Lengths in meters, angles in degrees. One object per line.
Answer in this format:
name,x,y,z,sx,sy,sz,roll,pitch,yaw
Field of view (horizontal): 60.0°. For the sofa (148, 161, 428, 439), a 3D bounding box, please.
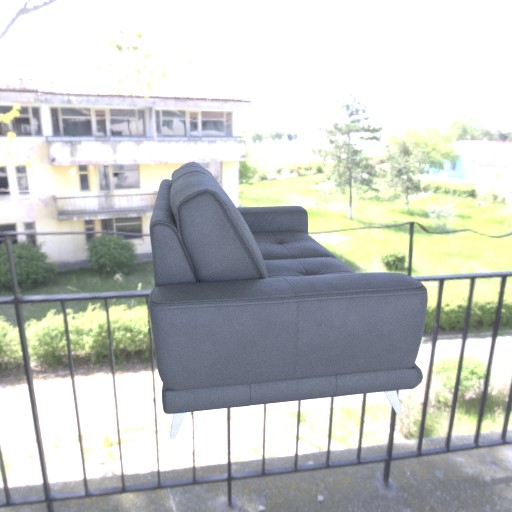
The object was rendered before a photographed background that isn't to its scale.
sofa,0.000,0.000,2.372,1.018,0.907,1.806,-3,17,-9
